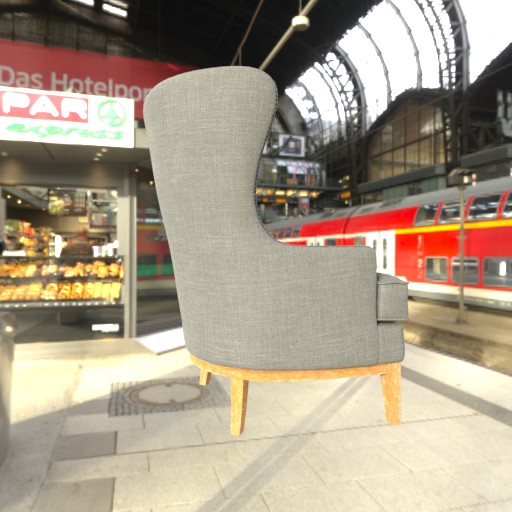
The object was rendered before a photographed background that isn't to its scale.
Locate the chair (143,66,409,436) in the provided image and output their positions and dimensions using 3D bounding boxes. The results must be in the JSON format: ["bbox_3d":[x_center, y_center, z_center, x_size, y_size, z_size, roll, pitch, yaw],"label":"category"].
[{"bbox_3d":[0.000,0.000,1.796,0.883,1.176,0.864,0,0,-17],"label":"chair"}]
